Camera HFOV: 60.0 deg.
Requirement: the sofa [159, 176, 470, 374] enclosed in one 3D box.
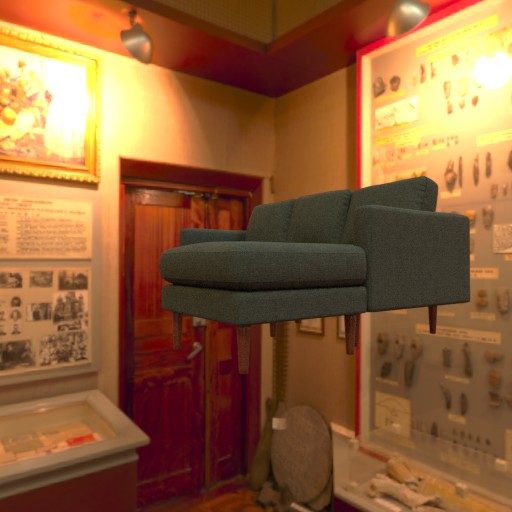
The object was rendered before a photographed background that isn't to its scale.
[{"bbox_3d":[0.000,0.000,2.960,1.667,0.957,2.055,0,-1,-36],"label":"sofa"}]
